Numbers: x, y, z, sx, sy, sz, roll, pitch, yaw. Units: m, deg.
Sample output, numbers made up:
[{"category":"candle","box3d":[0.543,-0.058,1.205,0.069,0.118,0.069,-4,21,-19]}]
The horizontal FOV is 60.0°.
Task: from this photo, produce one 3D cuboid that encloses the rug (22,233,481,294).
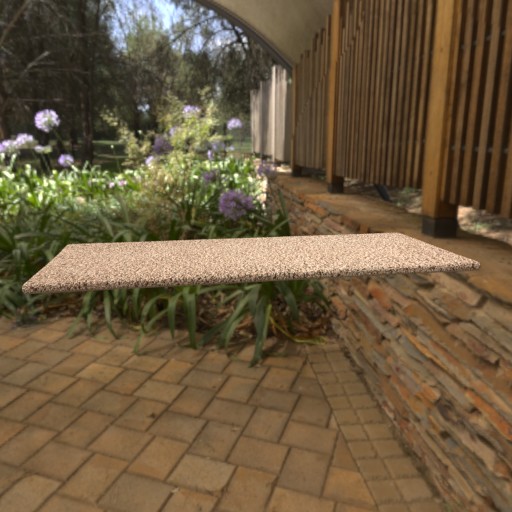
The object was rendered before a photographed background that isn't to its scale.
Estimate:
[{"category":"rug","box3d":[0.000,0.000,1.733,1.524,0.030,0.609,-2,14,-10]}]
